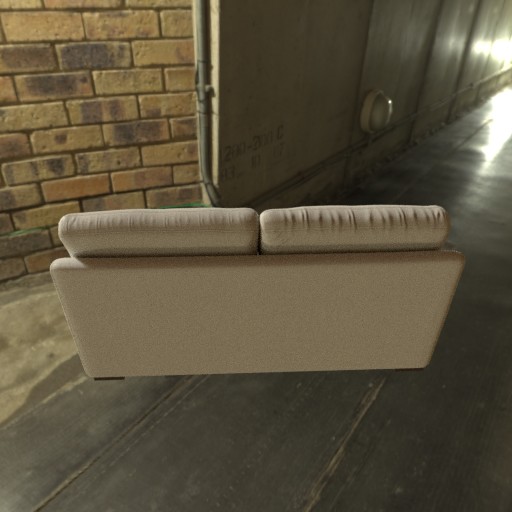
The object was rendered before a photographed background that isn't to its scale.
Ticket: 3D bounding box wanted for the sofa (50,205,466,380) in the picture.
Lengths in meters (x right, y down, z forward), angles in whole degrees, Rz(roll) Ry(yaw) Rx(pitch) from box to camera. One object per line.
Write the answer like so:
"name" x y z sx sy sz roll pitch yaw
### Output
"sofa" 0.000 0.000 2.537 1.880 0.940 1.143 -1 31 -2
